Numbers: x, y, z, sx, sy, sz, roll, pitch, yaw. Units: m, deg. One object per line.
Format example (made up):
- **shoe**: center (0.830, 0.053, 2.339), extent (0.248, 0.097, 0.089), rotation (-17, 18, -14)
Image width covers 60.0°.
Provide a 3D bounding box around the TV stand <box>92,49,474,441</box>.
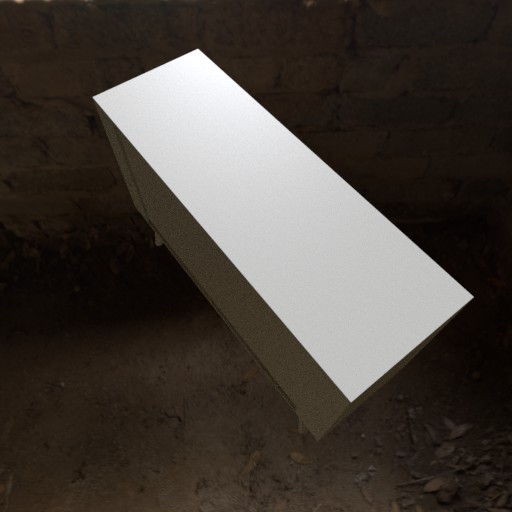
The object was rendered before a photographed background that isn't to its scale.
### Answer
- **TV stand**: center (0.000, 0.000, 1.591), extent (0.406, 0.812, 1.193), rotation (-33, 65, -18)
